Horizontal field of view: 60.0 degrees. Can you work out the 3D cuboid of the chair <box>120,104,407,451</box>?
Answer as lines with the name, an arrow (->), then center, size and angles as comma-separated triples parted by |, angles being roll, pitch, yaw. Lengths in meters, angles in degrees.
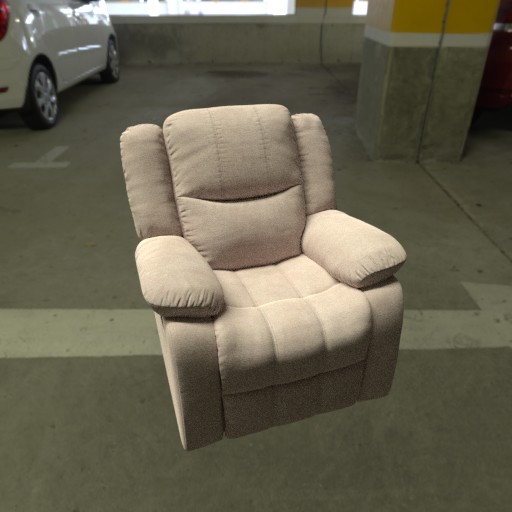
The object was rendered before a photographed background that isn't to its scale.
chair -> 0.000, 0.000, 1.728 | 0.899, 1.008, 0.944 | -9, 32, -16
